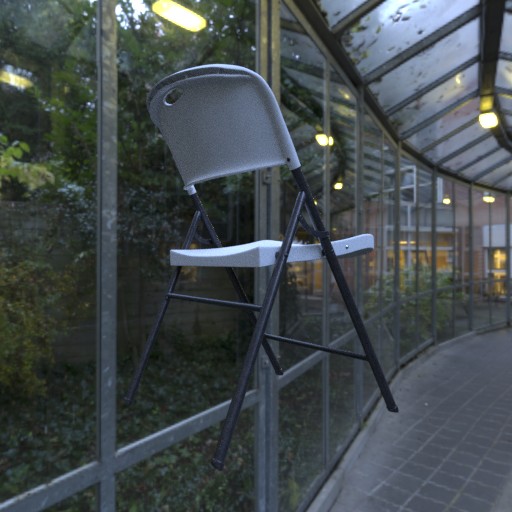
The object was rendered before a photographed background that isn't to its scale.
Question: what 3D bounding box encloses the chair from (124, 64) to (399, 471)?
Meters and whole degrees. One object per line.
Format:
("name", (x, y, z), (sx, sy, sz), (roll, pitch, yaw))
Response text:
("chair", (0.000, 0.000, 1.182), (0.566, 0.810, 0.494), (0, -1, -37))
